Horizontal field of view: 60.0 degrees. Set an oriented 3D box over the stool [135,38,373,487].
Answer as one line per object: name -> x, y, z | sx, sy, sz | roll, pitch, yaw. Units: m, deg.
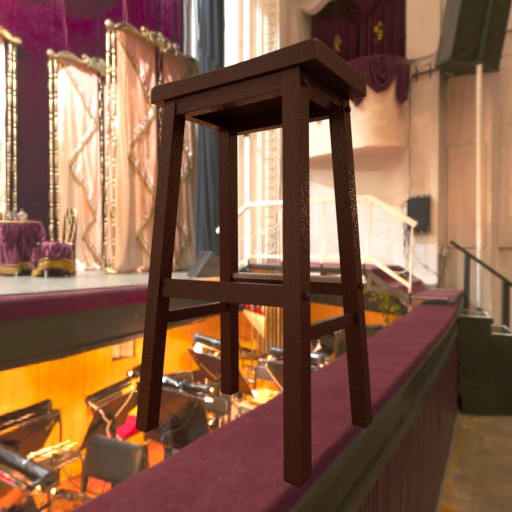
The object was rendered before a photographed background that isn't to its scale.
stool -> 0.000, 0.000, 0.957 | 0.406, 0.742, 0.322 | 1, 1, 35
